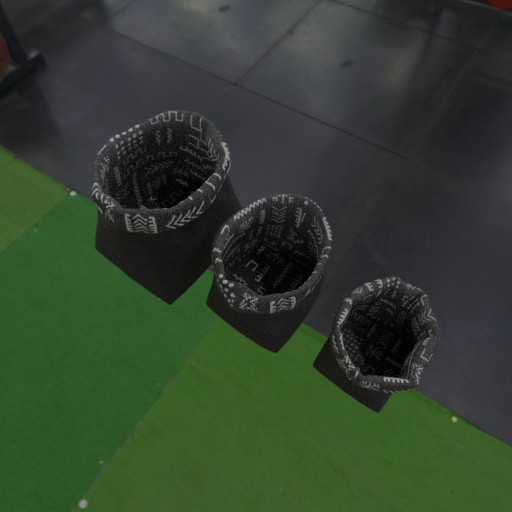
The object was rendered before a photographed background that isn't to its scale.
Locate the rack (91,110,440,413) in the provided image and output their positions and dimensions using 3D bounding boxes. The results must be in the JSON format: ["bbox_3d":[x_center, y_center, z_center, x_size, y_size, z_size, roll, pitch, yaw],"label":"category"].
[{"bbox_3d":[0.000,0.000,1.085,0.905,0.323,0.379,32,64,18],"label":"rack"}]
